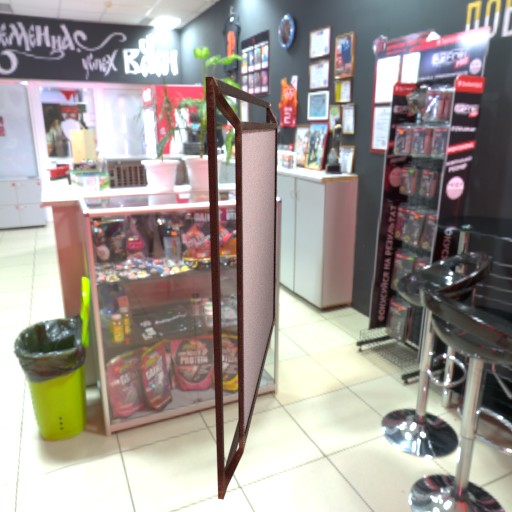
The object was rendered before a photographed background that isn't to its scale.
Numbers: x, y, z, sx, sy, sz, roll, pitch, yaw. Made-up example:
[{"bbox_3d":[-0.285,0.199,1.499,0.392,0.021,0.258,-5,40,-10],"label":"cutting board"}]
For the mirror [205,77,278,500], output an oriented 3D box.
[{"bbox_3d":[0.000,0.000,0.889,0.032,0.610,0.610,2,16,8],"label":"mirror"}]
